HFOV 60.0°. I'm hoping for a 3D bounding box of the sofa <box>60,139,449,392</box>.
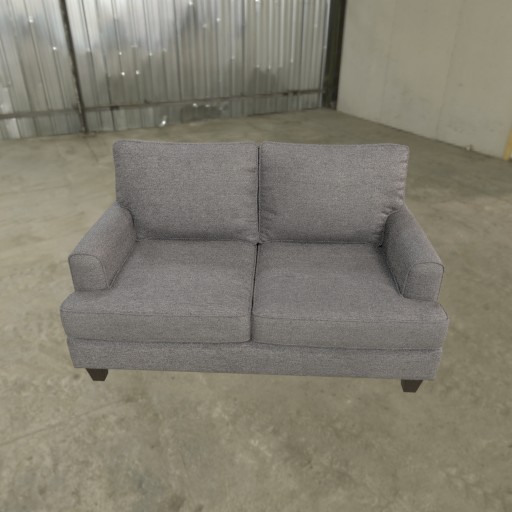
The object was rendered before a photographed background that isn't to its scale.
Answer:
[{"bbox_3d":[0.000,0.000,2.192,1.651,0.965,0.965,1,30,2],"label":"sofa"}]
